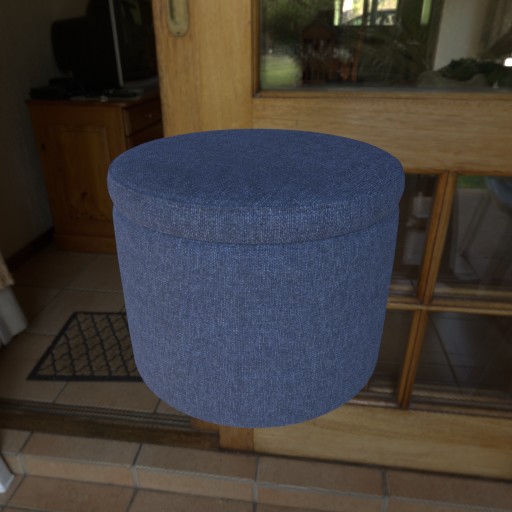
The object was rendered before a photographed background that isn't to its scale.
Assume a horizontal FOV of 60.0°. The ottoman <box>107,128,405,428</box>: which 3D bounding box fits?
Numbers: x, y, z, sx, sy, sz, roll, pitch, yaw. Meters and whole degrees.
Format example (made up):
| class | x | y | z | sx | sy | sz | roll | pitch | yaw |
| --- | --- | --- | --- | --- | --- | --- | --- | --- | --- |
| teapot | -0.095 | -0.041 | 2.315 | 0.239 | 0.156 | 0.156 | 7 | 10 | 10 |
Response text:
| class | x | y | z | sx | sy | sz | roll | pitch | yaw |
| --- | --- | --- | --- | --- | --- | --- | --- | --- | --- |
| ottoman | 0.000 | 0.000 | 0.882 | 0.520 | 0.430 | 0.520 | 0 | 26 | 0 |
